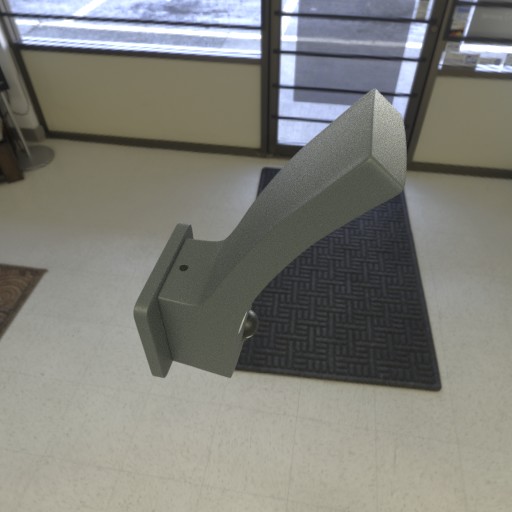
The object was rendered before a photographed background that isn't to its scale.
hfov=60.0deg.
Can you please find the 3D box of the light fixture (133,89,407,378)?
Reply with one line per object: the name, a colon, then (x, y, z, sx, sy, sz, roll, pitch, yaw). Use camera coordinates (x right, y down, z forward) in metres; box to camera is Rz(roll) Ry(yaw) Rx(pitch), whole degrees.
light fixture: (0.000, 0.000, 0.337, 0.174, 0.243, 0.108, 9, 46, 9)
